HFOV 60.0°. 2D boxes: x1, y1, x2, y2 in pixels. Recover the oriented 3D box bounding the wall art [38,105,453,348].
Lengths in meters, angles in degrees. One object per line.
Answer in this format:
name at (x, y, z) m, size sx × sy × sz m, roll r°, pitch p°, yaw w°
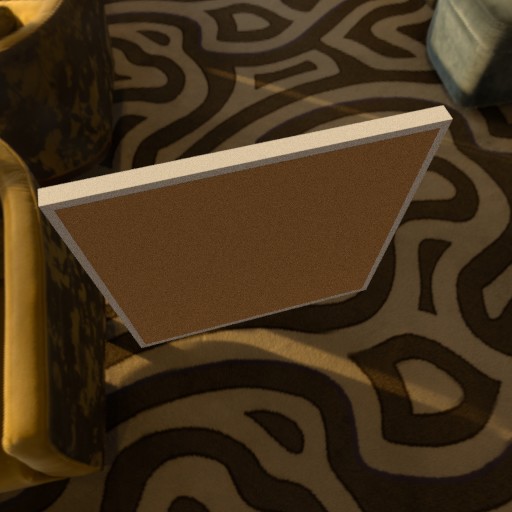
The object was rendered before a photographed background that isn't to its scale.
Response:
wall art at (0.000, 0.000, 1.129) m, size 0.762 × 0.762 × 0.038 m, roll -14°, pitch 62°, yaw -7°
